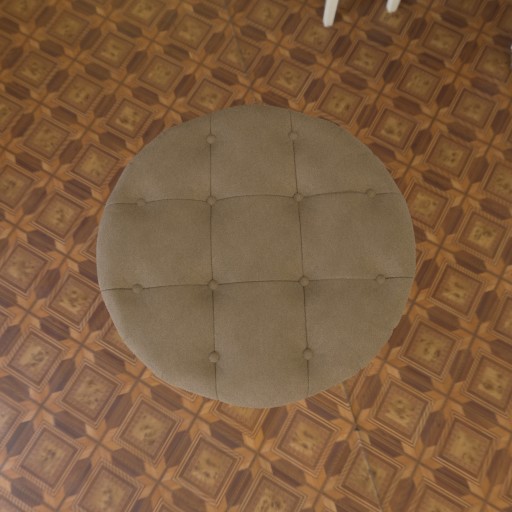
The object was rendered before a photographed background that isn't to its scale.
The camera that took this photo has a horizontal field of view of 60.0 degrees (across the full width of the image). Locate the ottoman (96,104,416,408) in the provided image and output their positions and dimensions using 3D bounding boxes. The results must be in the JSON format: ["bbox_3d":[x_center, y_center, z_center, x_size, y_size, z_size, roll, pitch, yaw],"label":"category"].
[{"bbox_3d":[0.000,0.000,1.401,0.901,0.439,0.901,0,76,0],"label":"ottoman"}]
